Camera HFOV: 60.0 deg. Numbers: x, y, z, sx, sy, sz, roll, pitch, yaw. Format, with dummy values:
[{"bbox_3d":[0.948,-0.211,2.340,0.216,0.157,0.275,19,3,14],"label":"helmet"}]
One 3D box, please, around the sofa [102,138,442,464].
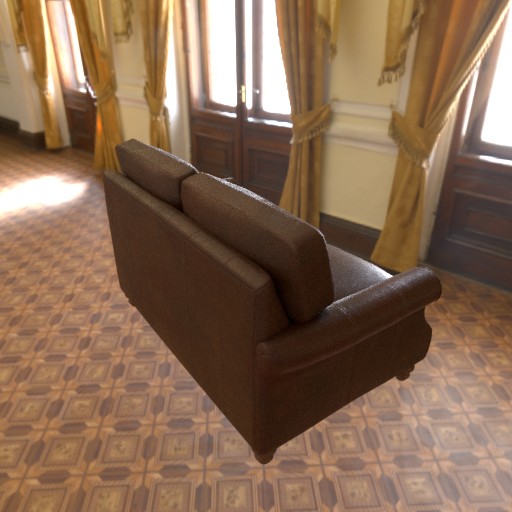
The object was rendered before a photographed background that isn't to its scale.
[{"bbox_3d":[0.000,0.000,2.190,0.990,0.976,1.616,-18,32,-31],"label":"sofa"}]
